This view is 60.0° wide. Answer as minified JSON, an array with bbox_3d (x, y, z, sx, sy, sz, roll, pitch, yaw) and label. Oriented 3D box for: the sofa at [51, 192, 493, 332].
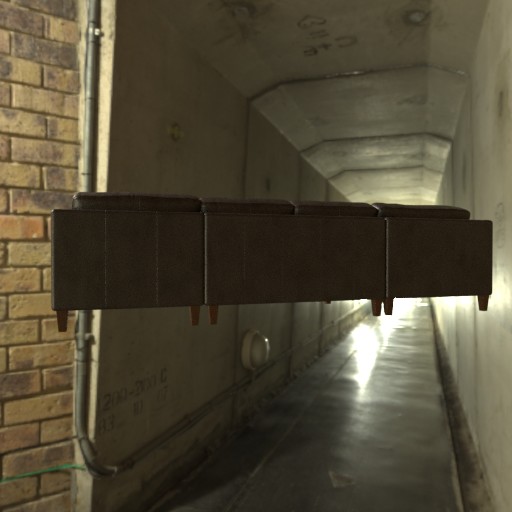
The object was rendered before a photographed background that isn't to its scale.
[{"bbox_3d":[0.000,0.000,4.304,3.324,0.891,2.452,0,1,-17],"label":"sofa"}]
